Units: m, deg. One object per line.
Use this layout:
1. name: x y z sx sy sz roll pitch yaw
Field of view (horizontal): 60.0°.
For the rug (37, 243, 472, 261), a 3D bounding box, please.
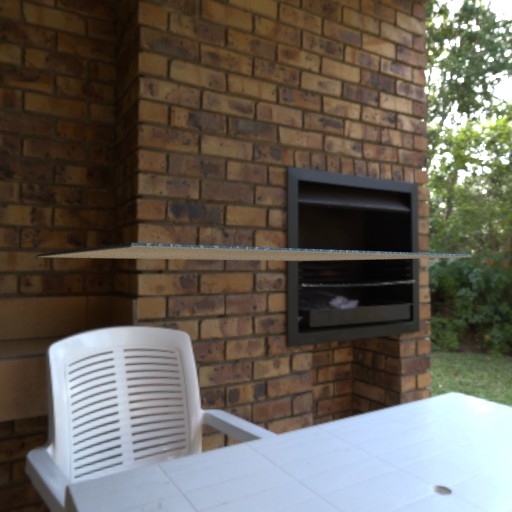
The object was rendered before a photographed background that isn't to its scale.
1. rug: 0.000 0.000 2.687 2.144 0.015 1.543 1 -2 -36
